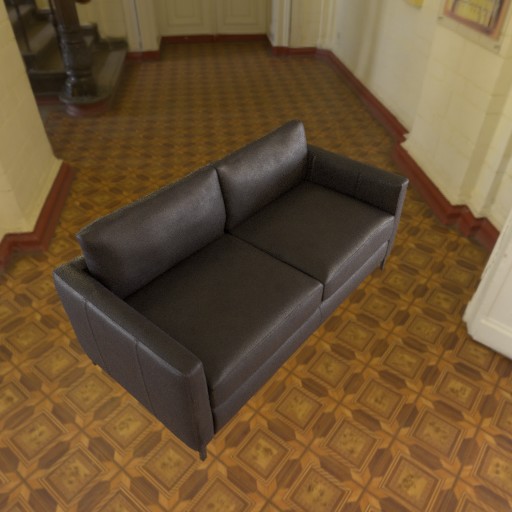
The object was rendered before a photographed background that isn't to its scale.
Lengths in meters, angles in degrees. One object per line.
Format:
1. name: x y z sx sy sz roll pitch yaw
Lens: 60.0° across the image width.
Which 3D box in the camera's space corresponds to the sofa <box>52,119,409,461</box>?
1. sofa: 0.000 0.000 2.379 0.947 0.883 1.805 26 46 28
